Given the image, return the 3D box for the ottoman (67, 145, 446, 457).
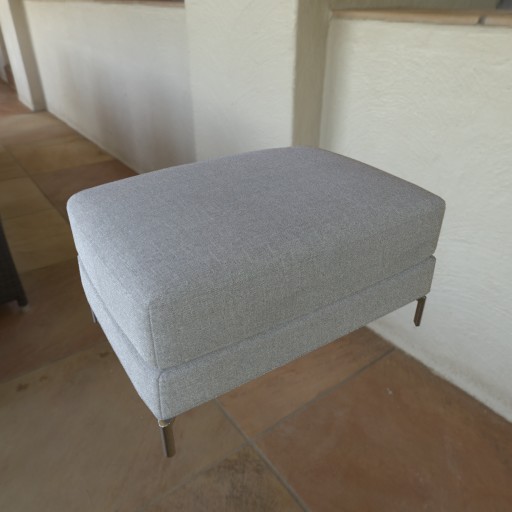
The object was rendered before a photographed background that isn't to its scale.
[{"bbox_3d":[0.000,0.000,1.205,0.838,0.457,0.584,-18,35,-28],"label":"ottoman"}]
